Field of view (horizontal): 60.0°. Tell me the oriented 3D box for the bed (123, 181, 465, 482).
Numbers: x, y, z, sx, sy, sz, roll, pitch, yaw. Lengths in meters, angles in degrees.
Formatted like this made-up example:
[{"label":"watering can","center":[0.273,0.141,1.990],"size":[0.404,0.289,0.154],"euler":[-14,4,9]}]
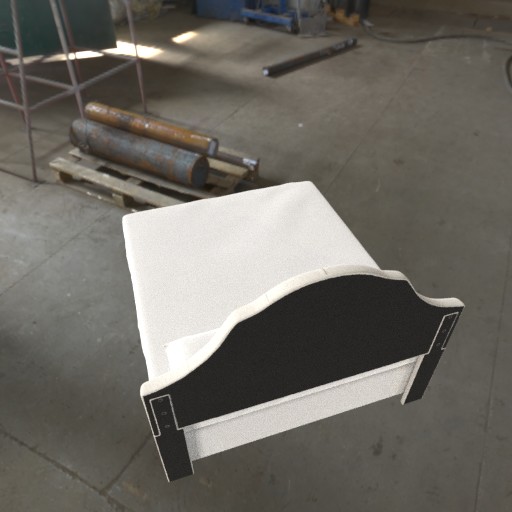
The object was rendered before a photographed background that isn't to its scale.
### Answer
[{"label":"bed","center":[0.000,0.000,3.419],"size":[2.008,1.615,2.214],"euler":[-12,43,-14]}]
